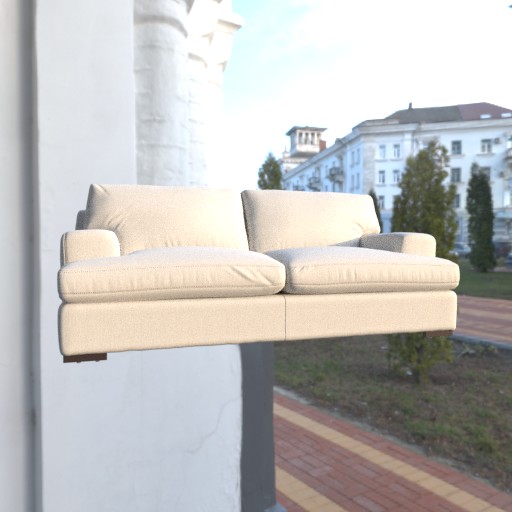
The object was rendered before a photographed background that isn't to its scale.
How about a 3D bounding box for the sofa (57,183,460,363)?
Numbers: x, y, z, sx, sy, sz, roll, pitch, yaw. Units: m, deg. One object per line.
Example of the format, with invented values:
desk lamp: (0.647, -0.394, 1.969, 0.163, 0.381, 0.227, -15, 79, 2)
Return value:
sofa: (0.000, 0.000, 2.796, 2.261, 0.940, 1.143, 0, 1, -17)
